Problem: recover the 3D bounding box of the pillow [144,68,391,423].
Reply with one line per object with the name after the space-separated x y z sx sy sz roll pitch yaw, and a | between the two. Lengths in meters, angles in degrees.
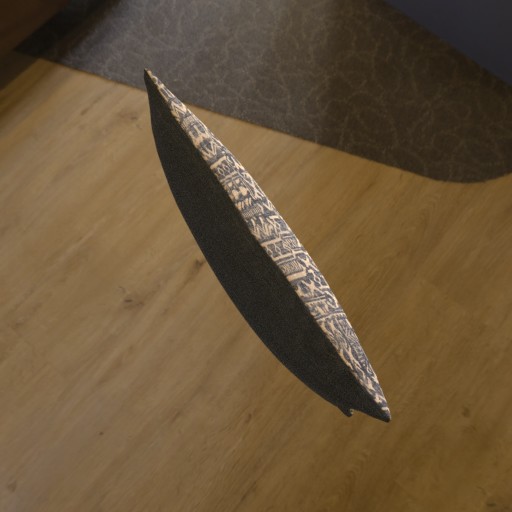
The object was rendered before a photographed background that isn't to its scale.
0.000 0.000 0.744 0.148 0.292 0.631 -32 76 -9 | pillow
